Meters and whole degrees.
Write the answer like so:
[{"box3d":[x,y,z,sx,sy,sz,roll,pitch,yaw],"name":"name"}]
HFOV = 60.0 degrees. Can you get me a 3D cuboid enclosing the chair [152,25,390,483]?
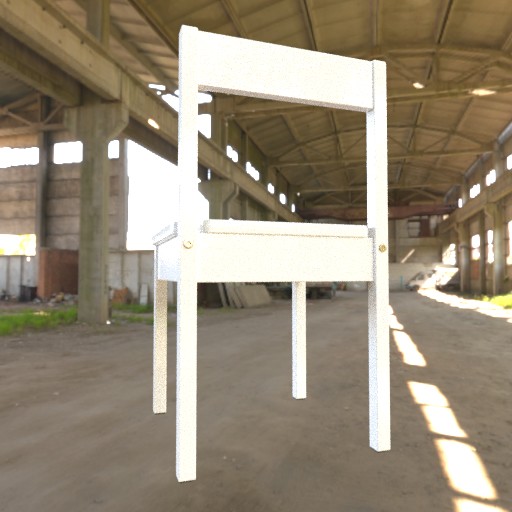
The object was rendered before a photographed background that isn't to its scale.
[{"box3d":[0.000,0.000,0.868,0.367,0.668,0.361,1,-2,-19],"name":"chair"}]
